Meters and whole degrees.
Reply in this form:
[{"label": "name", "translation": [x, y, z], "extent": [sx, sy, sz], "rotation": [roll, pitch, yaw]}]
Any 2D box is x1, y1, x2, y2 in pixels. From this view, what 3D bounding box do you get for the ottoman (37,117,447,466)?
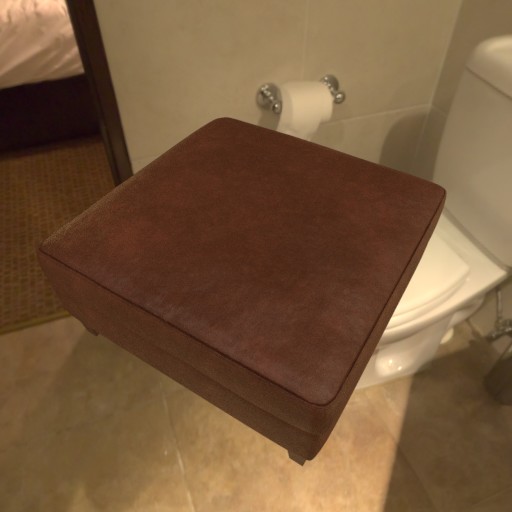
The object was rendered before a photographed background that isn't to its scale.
[{"label": "ottoman", "translation": [0.000, 0.000, 1.299], "extent": [0.836, 0.415, 0.844], "rotation": [24, 50, 22]}]
